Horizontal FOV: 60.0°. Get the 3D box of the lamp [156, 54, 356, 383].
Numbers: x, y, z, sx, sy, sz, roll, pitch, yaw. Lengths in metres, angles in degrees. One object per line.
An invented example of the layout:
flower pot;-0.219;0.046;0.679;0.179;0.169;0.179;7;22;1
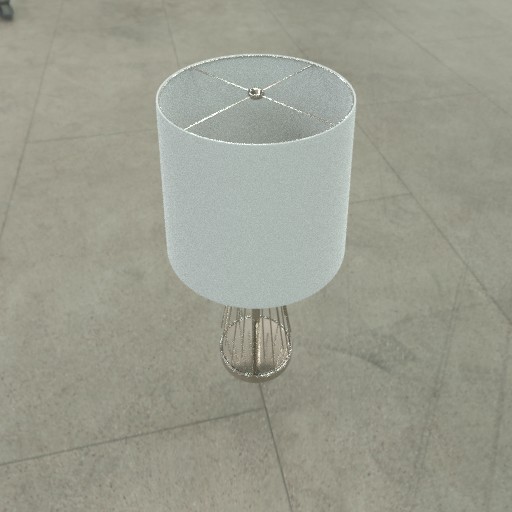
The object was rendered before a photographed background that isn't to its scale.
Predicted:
lamp;0.000;0.000;0.793;0.303;0.618;0.303;0;45;0
